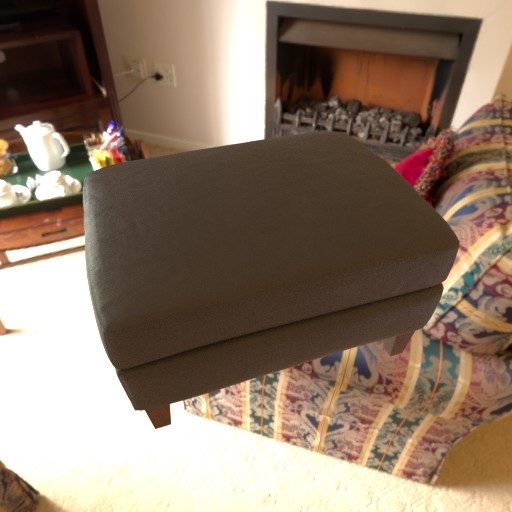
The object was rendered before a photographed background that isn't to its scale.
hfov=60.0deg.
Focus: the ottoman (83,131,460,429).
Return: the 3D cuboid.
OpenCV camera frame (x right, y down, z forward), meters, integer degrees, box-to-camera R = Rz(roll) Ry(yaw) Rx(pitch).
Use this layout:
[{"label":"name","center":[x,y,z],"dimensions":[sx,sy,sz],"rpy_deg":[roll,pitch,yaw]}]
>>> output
[{"label":"ottoman","center":[0.000,0.000,1.297],"dimensions":[0.887,0.529,0.659],"rpy_deg":[-13,43,-14]}]
